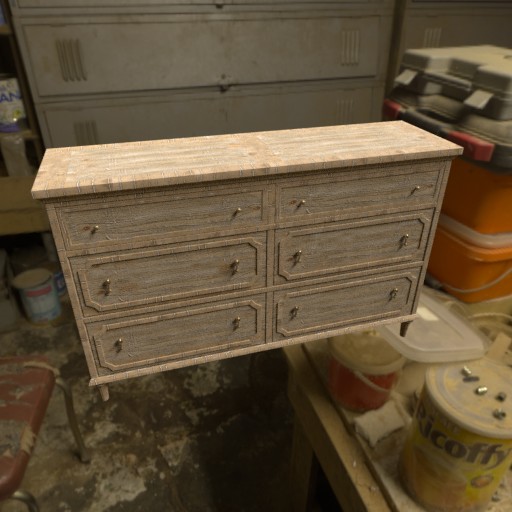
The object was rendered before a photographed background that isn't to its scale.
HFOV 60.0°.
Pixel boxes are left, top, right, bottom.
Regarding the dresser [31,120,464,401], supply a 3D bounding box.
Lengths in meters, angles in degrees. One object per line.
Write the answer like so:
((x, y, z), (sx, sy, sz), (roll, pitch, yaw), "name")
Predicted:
((0.000, 0.000, 2.055), (1.626, 1.016, 0.457), (-9, 32, -14), "dresser")
